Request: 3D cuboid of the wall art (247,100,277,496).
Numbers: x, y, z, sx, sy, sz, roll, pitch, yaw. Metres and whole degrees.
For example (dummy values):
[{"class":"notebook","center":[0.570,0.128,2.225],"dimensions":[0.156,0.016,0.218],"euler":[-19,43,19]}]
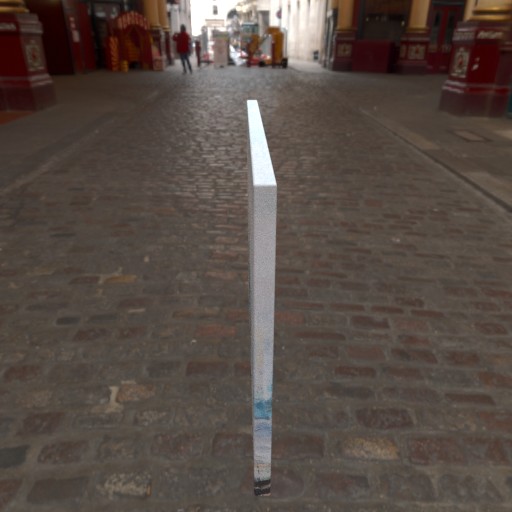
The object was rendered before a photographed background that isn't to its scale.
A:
[{"class":"wall art","center":[0.000,0.000,1.329],"dimensions":[0.038,0.762,1.016],"euler":[-1,27,-1]}]
